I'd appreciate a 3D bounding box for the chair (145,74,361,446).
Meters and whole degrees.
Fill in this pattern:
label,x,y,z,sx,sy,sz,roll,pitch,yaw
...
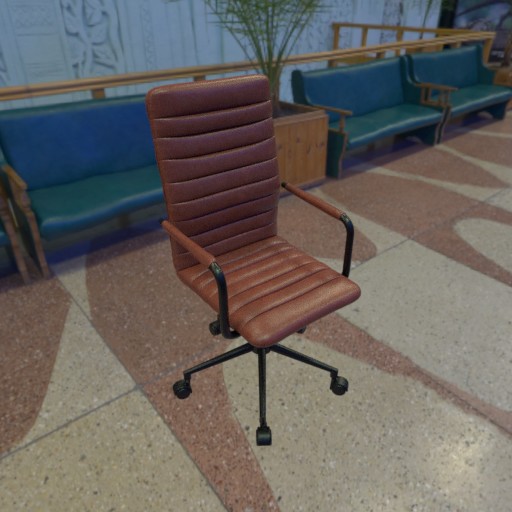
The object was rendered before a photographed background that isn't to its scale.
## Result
label,x,y,z,sx,sy,sz,roll,pitch,yaw
chair,0.000,0.000,1.376,0.608,0.979,0.580,-21,37,-31
